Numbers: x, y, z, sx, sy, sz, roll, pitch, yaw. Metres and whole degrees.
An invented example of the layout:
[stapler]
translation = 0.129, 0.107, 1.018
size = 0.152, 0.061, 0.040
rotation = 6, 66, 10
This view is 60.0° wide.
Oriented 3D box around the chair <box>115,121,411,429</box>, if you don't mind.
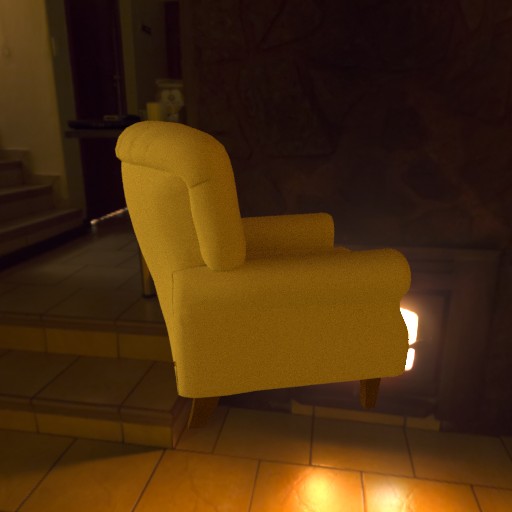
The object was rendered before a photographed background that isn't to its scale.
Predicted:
[chair]
translation = 0.000, 0.000, 2.016
size = 1.132, 1.169, 1.035
rotation = -3, 16, -10
